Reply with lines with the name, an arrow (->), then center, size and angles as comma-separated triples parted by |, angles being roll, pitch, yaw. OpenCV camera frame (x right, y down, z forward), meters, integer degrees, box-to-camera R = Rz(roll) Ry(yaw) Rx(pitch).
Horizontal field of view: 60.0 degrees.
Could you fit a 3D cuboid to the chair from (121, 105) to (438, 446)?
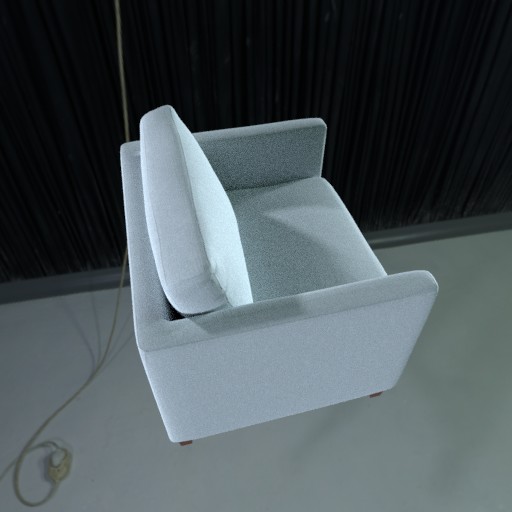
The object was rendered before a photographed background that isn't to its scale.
chair -> 0.000, 0.000, 1.822 | 0.953, 0.961, 1.107 | -11, 47, -10
